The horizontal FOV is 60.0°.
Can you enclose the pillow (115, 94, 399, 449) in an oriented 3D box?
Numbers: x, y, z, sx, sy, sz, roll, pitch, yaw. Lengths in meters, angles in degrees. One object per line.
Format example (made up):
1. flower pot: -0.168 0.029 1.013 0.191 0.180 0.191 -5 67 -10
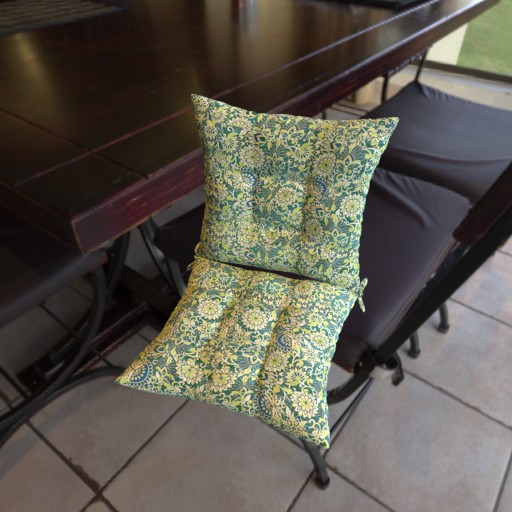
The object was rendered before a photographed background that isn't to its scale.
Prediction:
1. pillow: 0.000 0.000 1.033 0.541 0.536 0.585 12 42 14
